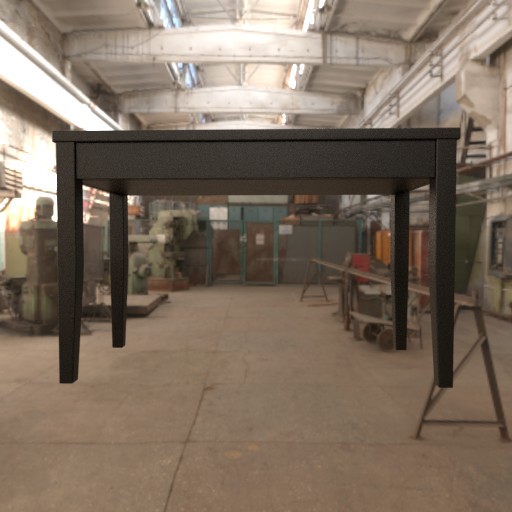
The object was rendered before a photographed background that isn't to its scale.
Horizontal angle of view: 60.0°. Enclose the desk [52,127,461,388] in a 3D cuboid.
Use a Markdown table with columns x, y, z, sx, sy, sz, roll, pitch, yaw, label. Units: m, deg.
| x | y | z | sx | sy | sz | roll | pitch | yaw | label |
| --- | --- | --- | --- | --- | --- | --- | --- | --- | --- |
| 0.000 | 0.000 | 1.585 | 1.220 | 0.775 | 0.508 | 0 | 2 | 2 | desk |
